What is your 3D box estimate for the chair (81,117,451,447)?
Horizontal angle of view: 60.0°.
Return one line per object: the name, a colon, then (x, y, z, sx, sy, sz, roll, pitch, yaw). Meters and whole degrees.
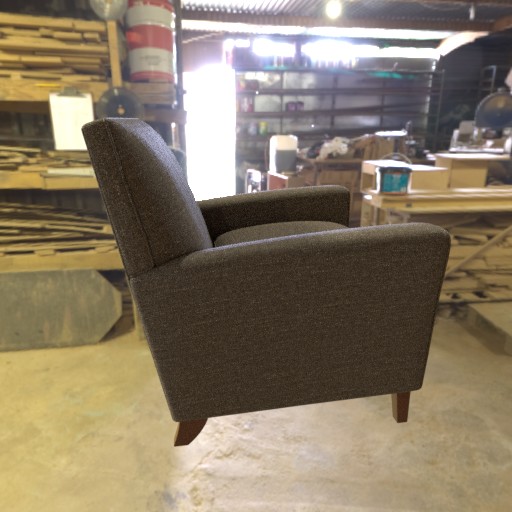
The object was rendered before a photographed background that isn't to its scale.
chair: (0.000, 0.000, 1.488, 0.875, 0.885, 0.838, -3, 17, -9)
